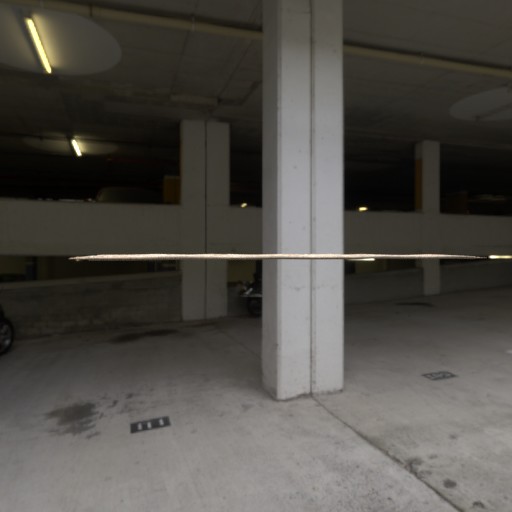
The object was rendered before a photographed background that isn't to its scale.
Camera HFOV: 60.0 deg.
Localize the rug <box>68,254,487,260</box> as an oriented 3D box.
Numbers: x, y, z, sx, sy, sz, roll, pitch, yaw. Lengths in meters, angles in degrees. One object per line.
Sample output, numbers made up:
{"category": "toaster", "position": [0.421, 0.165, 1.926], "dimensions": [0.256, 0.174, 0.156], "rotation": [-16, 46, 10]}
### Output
{"category": "rug", "position": [0.000, 0.000, 4.166], "dimensions": [3.061, 0.034, 2.426], "rotation": [0, 0, -17]}
